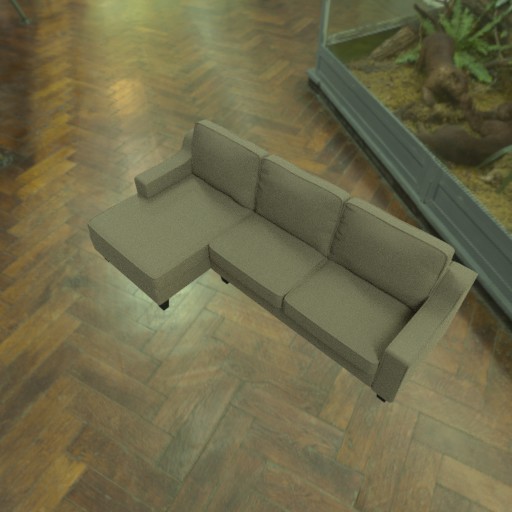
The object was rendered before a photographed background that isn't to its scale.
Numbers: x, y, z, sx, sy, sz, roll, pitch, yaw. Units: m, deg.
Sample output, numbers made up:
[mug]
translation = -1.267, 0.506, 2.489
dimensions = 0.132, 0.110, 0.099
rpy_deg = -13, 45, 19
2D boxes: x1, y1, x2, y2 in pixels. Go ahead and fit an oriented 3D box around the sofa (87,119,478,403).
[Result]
[sofa]
translation = 0.000, 0.000, 3.204
dimensions = 2.561, 0.928, 1.294
rpy_deg = 34, 55, 28
